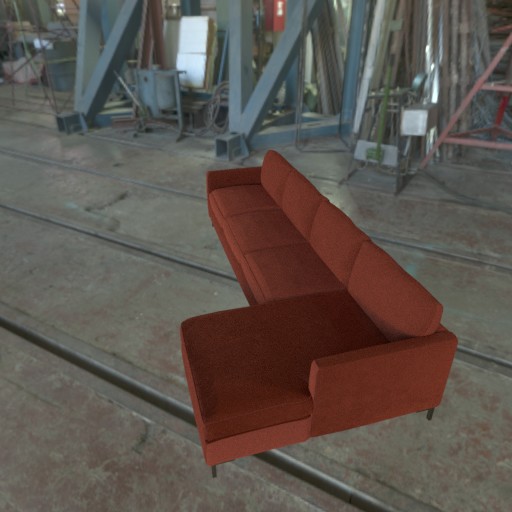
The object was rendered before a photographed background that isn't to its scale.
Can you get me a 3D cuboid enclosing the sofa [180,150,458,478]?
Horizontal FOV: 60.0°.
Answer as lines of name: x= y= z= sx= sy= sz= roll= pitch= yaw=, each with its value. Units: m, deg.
sofa: x=0.000 y=0.000 z=3.381 sx=1.350 sy=0.810 sz=2.932 roll=-8 pitch=31 yaw=-14
